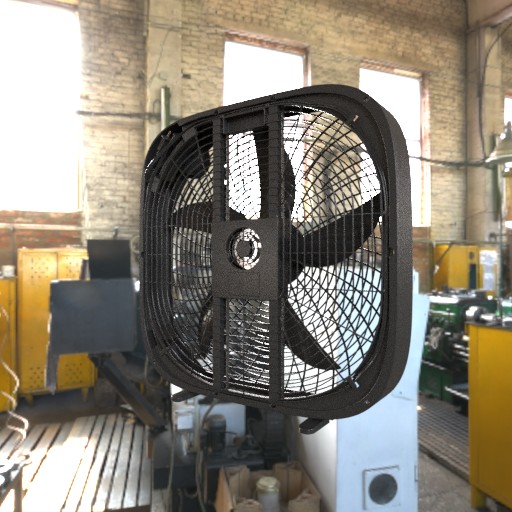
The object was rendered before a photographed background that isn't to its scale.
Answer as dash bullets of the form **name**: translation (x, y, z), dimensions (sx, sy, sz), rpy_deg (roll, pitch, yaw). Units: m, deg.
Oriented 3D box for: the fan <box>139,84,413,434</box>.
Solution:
- **fan**: translation (0.000, 0.000, 0.792), dimensions (0.526, 0.533, 0.142), rpy_deg (0, -1, 34)
